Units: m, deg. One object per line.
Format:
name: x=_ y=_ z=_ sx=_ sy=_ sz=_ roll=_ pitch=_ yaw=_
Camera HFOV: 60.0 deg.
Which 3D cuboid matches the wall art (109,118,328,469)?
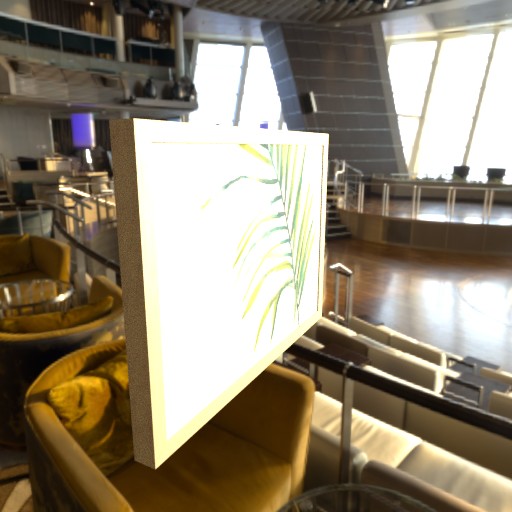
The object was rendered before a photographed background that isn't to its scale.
wall art: x=0.000 y=0.000 z=0.691 sx=0.032 sy=0.380 sz=0.532 roll=7 pitch=15 yaw=28
